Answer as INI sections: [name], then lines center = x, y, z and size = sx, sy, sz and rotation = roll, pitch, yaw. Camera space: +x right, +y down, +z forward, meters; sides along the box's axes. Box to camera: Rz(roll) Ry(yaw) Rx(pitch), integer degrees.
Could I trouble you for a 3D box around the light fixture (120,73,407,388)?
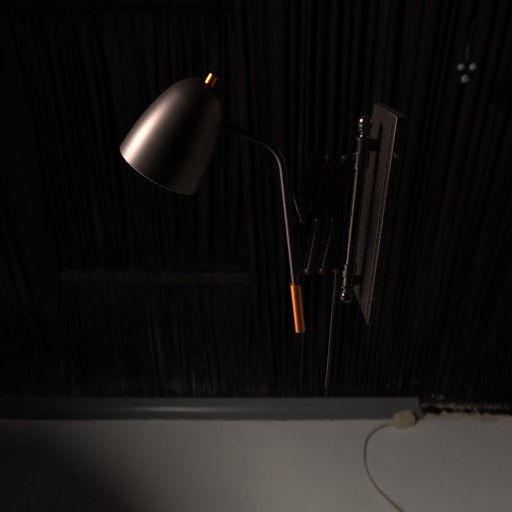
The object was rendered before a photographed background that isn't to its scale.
[light fixture]
center = 0.000, 0.000, 0.933
size = 0.499, 0.715, 0.162
rotation = 0, 27, -1
